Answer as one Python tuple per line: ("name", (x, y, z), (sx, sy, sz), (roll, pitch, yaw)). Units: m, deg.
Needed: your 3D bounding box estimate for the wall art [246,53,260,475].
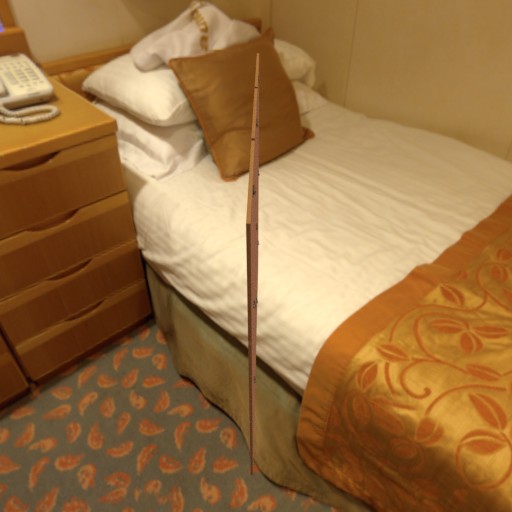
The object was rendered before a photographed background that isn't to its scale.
("wall art", (0.000, 0.000, 2.260), (0.023, 1.522, 1.526), (1, 40, 1))
